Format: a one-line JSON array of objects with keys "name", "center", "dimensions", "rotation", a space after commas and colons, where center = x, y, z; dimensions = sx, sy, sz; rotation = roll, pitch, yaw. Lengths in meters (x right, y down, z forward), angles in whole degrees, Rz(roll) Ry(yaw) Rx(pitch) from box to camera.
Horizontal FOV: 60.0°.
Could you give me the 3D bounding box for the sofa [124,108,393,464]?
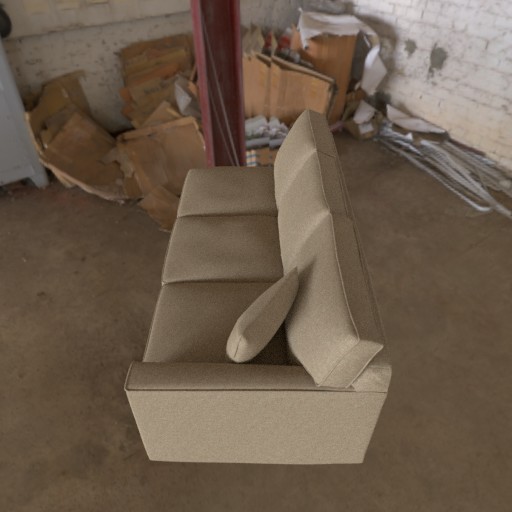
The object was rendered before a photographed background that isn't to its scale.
[{"name": "sofa", "center": [0.000, 0.000, 2.508], "dimensions": [1.034, 0.946, 1.963], "rotation": [0, 41, 0]}]
